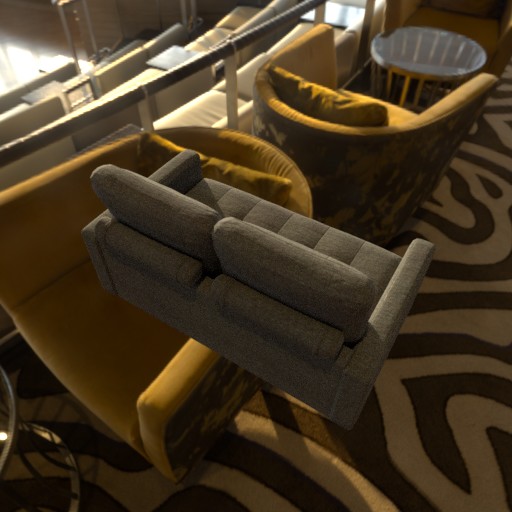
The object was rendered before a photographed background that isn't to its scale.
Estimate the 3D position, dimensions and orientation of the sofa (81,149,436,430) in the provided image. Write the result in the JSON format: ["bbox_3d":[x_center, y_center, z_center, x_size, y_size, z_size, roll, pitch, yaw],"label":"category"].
[{"bbox_3d":[0.000,0.000,2.064,1.407,0.907,0.842,25,52,21],"label":"sofa"}]
